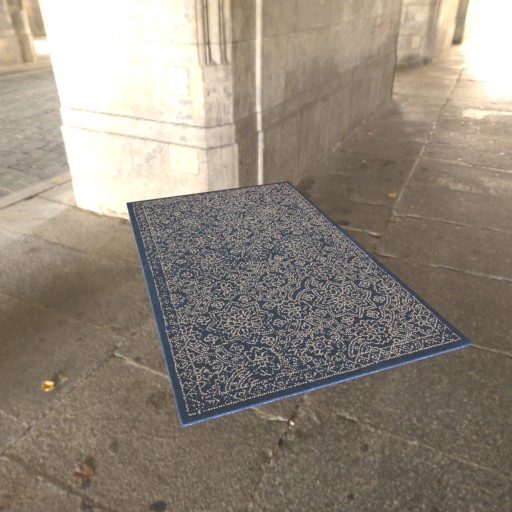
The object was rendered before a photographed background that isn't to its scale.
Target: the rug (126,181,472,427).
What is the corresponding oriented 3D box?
[{"bbox_3d":[0.000,0.000,3.070,1.526,0.015,2.441,-10,32,-17],"label":"rug"}]
